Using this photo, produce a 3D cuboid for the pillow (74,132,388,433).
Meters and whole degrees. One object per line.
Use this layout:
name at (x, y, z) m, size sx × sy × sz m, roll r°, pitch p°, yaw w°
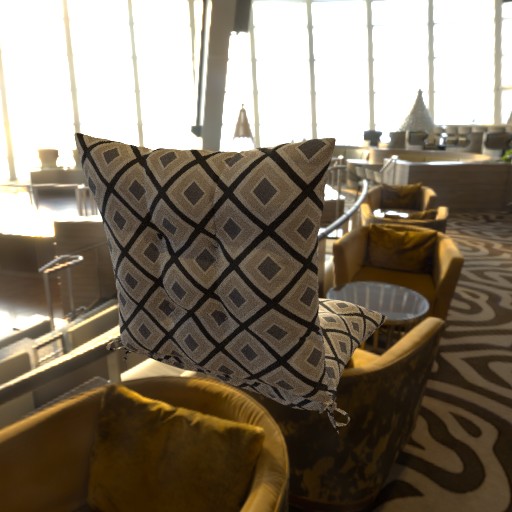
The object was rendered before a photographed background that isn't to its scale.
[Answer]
pillow at (0.000, 0.000, 0.994) m, size 0.541 × 0.536 × 0.585 m, roll 8°, pitch 18°, yaw 26°
